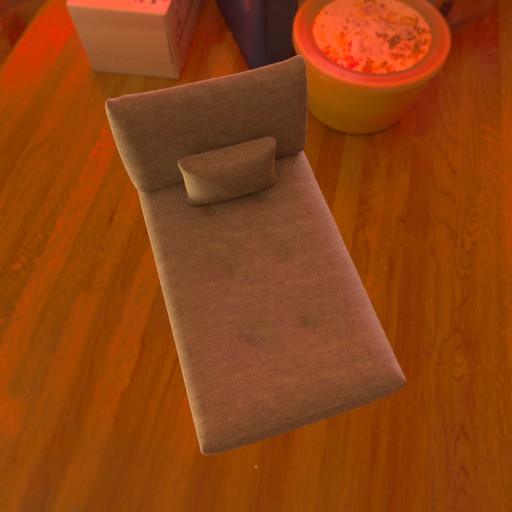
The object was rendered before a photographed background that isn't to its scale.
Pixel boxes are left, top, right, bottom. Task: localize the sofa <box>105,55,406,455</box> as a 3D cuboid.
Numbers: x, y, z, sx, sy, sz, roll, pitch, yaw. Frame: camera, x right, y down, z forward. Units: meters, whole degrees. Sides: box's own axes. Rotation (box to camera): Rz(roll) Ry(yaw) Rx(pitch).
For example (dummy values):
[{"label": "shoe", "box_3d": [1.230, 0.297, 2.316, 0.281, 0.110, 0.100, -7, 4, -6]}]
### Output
[{"label": "sofa", "box_3d": [0.000, 0.000, 1.987, 0.930, 0.820, 1.450, -16, 66, -7]}]
